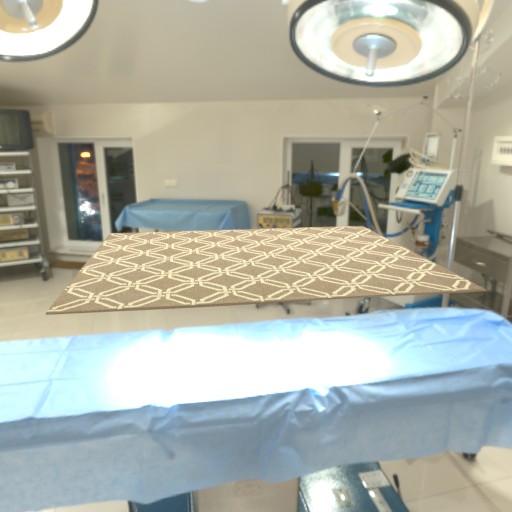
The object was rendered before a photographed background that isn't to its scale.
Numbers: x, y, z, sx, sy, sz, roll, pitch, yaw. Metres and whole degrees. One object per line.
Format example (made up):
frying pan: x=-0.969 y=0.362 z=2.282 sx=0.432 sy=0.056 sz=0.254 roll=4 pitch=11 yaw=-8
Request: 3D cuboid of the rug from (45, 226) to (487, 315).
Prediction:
rug: x=0.000 y=0.000 z=3.953 sx=2.895 sy=0.018 sz=2.288 roll=-2 pitch=15 yaw=-8
